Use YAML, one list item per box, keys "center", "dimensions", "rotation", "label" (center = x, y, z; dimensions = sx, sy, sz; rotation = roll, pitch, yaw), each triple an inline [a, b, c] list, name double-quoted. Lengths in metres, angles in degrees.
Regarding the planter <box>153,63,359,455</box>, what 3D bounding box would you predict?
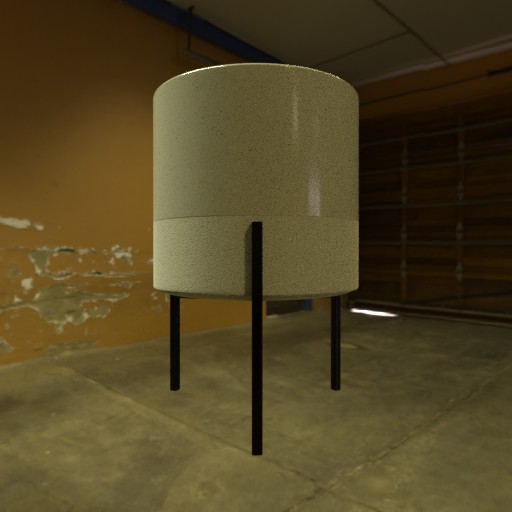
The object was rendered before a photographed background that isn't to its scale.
- center: [0.000, 0.000, 0.334]
  dimensions: [0.152, 0.230, 0.159]
  rotation: [0, 0, 0]
  label: "planter"
